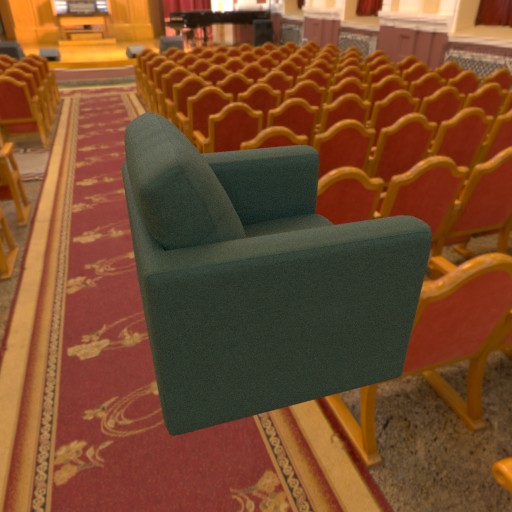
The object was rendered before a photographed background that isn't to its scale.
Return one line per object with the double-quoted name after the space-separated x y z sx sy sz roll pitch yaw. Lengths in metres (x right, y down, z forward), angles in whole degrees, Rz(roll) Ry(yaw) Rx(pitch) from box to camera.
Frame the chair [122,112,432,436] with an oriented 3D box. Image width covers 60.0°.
0.000 0.000 1.544 0.800 0.927 0.855 -9 32 -16 "chair"
